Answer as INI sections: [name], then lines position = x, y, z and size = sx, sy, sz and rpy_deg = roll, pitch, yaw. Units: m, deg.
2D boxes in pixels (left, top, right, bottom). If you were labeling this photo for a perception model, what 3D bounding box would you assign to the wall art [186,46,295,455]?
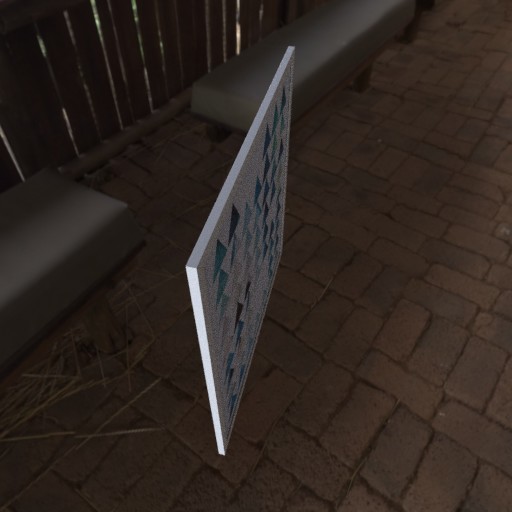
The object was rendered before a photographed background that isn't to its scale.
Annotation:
[wall art]
position = 0.000, 0.000, 0.843
size = 0.012, 0.557, 0.557
rpy_deg = 10, 48, 9
